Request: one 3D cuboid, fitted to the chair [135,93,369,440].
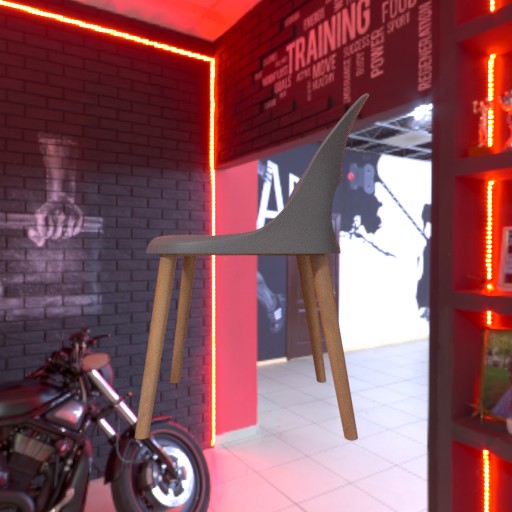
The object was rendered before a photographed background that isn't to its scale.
[{"bbox_3d":[0.000,0.000,1.174,0.556,0.795,0.470,0,1,0],"label":"chair"}]
